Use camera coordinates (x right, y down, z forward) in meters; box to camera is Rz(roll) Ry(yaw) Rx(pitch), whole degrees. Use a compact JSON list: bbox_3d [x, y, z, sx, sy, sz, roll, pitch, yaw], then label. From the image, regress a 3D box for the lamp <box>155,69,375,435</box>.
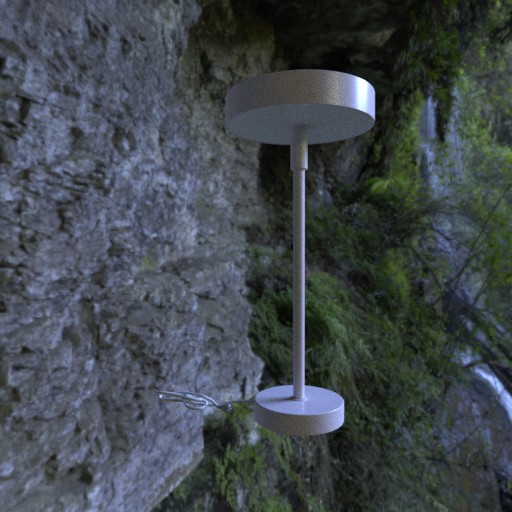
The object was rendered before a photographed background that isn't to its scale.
[{"bbox_3d":[0.000,0.000,0.716,0.369,0.508,0.229,0,1,17],"label":"lamp"}]
